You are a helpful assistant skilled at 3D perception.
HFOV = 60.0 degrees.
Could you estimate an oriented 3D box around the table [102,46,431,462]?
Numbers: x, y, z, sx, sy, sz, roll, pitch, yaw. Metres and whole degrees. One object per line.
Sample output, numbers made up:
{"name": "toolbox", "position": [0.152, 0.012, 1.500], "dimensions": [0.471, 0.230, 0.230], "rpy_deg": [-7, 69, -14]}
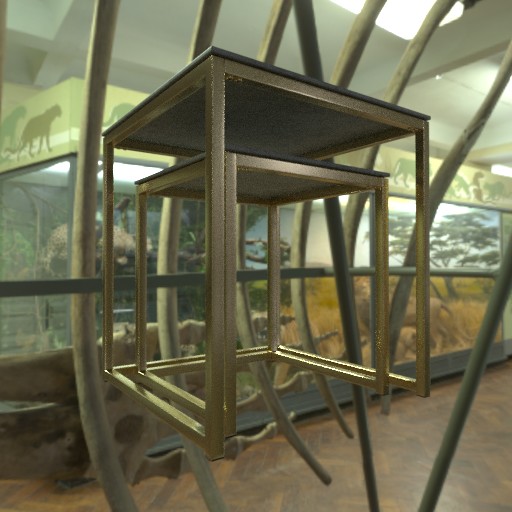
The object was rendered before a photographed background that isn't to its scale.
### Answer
{"name": "table", "position": [0.000, 0.000, 0.843], "dimensions": [0.450, 0.500, 0.450], "rpy_deg": [0, -1, -35]}
